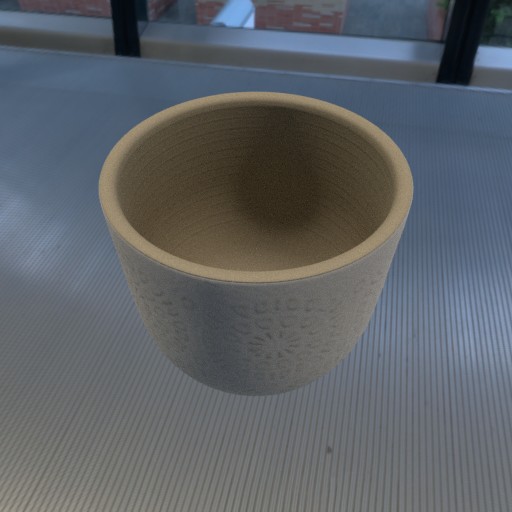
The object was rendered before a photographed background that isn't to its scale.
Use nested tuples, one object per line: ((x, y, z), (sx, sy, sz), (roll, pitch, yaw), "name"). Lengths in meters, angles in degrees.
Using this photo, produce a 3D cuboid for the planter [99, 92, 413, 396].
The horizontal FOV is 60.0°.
((0.000, 0.000, 0.219), (0.124, 0.109, 0.124), (0, 47, 0), "planter")
